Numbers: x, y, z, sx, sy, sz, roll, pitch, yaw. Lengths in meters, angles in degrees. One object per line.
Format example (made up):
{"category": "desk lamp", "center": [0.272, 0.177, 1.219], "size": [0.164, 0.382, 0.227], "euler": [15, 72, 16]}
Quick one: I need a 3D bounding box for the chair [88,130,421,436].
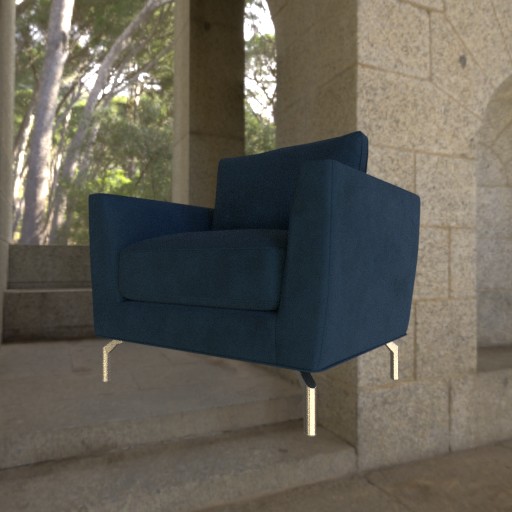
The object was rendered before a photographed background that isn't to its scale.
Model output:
{"category": "chair", "center": [0.000, 0.000, 1.606], "size": [0.977, 0.893, 0.746], "euler": [-1, -1, 36]}
